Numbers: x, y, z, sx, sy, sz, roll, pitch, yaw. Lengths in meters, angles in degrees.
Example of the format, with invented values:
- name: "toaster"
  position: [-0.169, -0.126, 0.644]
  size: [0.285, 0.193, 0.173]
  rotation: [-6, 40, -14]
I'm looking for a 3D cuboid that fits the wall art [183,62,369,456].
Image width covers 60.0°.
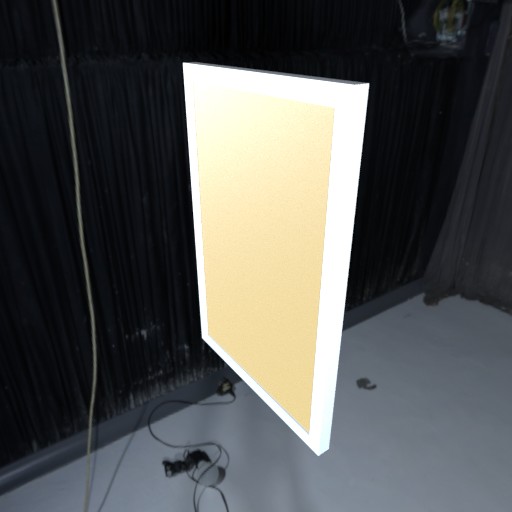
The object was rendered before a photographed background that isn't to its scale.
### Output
- name: "wall art"
  position: [0.000, 0.000, 1.183]
  size: [0.039, 0.915, 0.612]
  rotation: [-18, 33, -31]
